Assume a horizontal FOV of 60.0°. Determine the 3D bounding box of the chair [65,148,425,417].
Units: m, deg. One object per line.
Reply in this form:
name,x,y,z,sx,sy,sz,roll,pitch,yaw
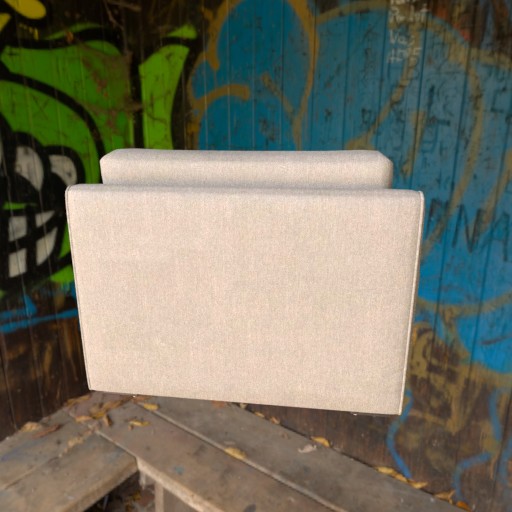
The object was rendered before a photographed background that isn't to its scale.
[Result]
chair,0.000,0.000,2.014,1.270,0.974,1.043,2,16,7
